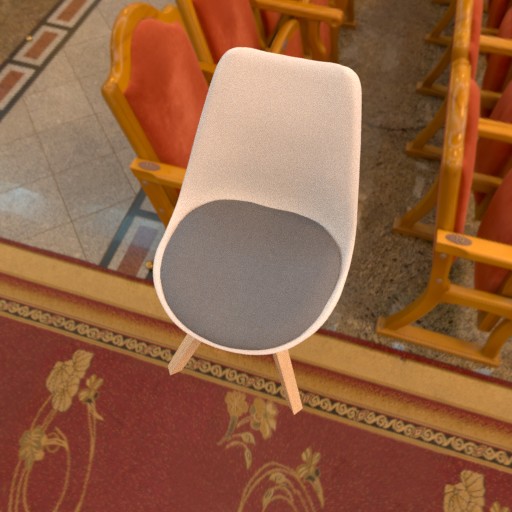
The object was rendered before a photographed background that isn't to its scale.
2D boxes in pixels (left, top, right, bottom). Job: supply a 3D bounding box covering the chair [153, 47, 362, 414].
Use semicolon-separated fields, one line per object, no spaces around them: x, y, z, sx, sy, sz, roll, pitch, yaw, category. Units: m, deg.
0.000;0.000;1.185;0.485;0.850;0.550;15;59;9;chair
